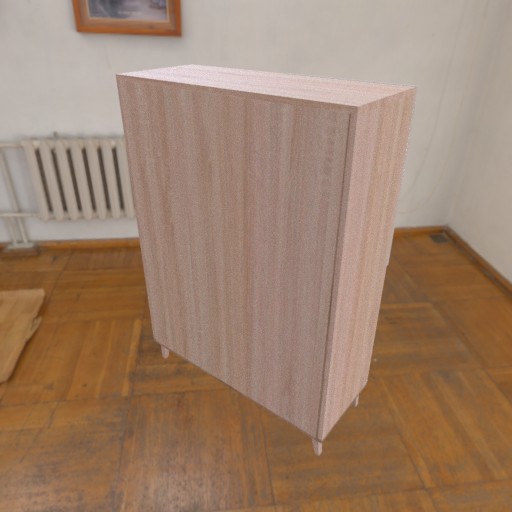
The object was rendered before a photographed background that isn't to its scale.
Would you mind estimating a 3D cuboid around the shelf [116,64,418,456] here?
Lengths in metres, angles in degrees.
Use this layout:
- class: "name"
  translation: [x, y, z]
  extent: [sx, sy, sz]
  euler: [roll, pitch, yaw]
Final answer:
- class: "shelf"
  translation: [0.000, 0.000, 1.877]
  extent: [0.995, 1.405, 0.434]
  euler: [21, 36, 33]
